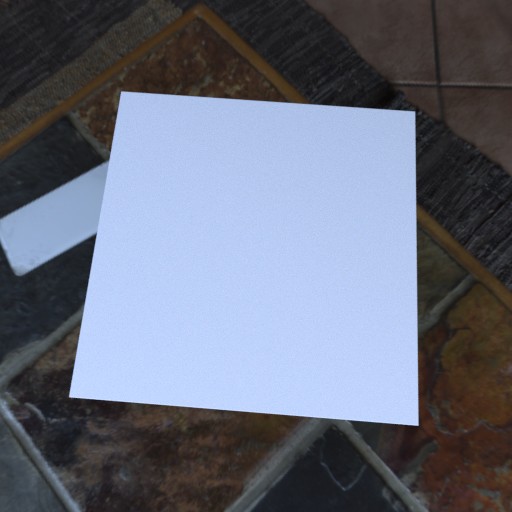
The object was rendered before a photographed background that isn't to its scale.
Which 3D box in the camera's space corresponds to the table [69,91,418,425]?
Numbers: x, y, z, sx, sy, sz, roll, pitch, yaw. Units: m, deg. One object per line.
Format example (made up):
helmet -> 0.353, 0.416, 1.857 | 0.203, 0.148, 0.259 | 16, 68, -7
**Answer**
table -> 0.000, 0.000, 1.380 | 0.890, 0.305, 0.890 | 4, 76, 1
